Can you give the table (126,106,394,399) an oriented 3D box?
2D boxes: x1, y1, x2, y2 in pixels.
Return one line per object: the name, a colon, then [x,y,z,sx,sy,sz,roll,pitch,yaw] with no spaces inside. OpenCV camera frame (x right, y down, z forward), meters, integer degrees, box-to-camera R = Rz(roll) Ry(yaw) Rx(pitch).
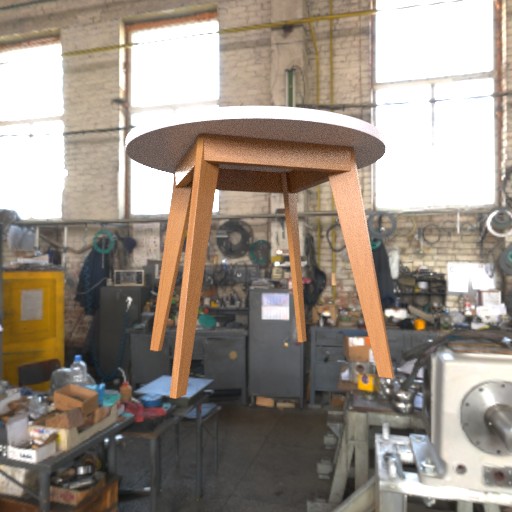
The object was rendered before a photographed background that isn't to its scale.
table: [0.000,0.000,1.583,0.896,0.762,0.896,0,-1,0]
